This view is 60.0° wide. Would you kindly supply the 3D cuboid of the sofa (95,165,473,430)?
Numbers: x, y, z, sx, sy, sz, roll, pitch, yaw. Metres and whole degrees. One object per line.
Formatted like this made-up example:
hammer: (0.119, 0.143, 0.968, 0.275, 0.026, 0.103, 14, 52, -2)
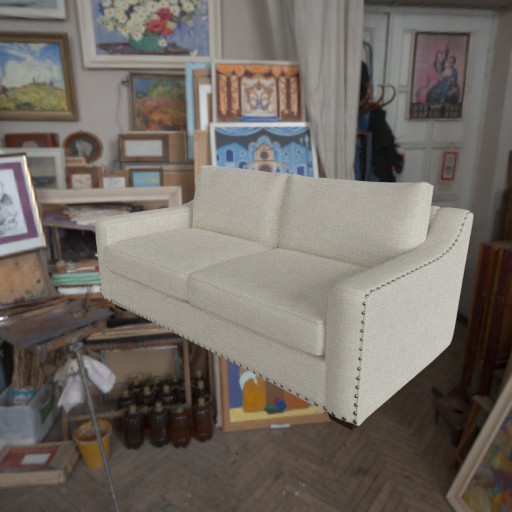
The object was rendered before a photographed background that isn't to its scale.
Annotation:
sofa: (0.000, 0.000, 2.721, 2.107, 0.983, 1.104, 15, 21, 42)
